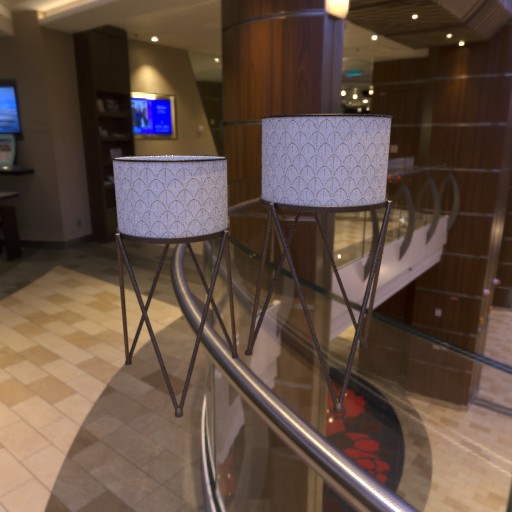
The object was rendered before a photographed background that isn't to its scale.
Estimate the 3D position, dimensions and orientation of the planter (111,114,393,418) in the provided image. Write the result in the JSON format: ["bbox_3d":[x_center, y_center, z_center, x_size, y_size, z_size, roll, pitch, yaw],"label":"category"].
[{"bbox_3d":[0.000,0.000,1.184,0.769,0.712,0.413,-2,15,-7],"label":"planter"}]
